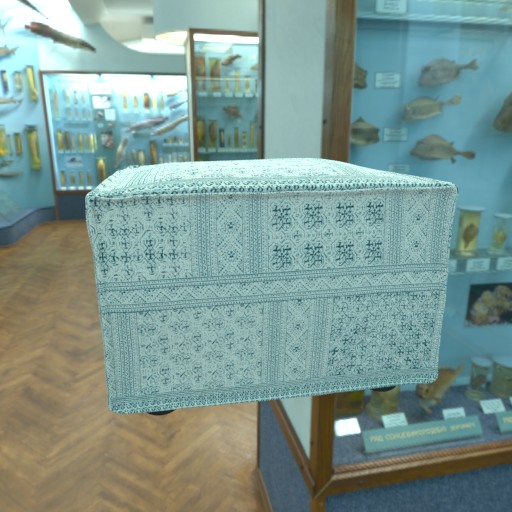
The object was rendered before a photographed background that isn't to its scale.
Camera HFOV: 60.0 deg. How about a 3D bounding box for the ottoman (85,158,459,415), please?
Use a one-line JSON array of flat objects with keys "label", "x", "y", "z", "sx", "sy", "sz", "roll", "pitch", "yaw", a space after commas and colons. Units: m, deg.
[{"label": "ottoman", "x": 0.000, "y": 0.000, "z": 1.036, "sx": 0.626, "sy": 0.439, "sz": 0.617, "roll": -3, "pitch": 15, "yaw": -10}]
